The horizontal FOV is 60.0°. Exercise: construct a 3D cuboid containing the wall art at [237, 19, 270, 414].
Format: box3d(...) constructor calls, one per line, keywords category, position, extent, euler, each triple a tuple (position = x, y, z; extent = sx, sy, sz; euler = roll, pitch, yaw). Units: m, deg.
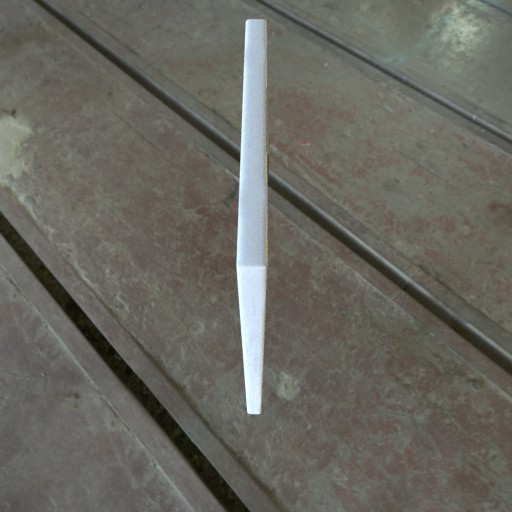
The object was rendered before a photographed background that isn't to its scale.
box3d(category="wall art", position=(0.000, 0.000, 1.158), extent=(0.048, 0.916, 0.602), euler=(0, 58, 0))
